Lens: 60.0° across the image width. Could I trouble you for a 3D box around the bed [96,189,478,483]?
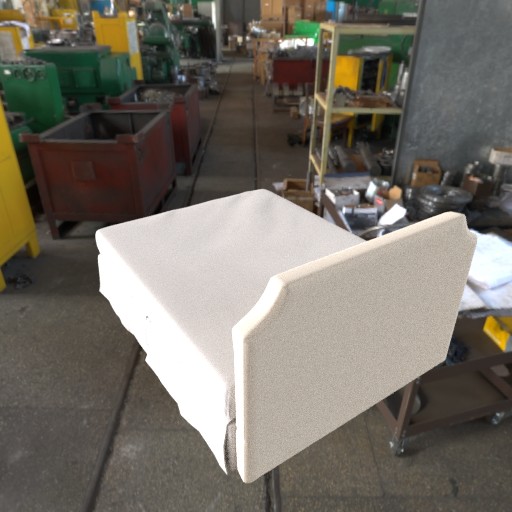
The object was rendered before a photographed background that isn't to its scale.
[{"bbox_3d":[0.000,0.000,3.524,1.977,1.293,2.498,-18,34,-29],"label":"bed"}]
